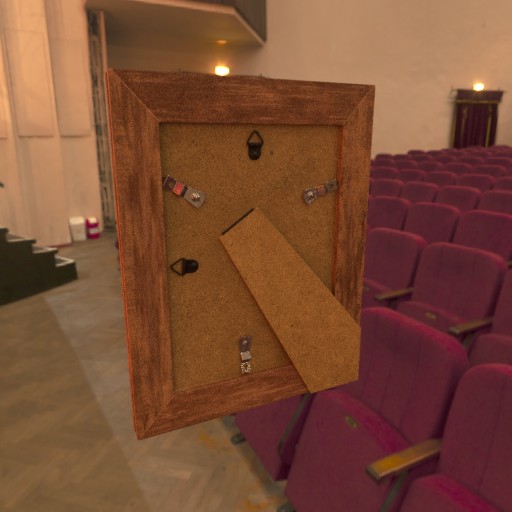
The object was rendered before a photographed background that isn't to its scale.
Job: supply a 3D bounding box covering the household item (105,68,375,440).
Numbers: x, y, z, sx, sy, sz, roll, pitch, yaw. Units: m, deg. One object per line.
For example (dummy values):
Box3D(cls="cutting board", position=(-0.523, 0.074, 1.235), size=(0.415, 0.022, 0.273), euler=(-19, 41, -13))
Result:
Box3D(cls="household item", position=(0.000, 0.000, 0.317), size=(0.186, 0.237, 0.018), euler=(-7, 17, -25))
